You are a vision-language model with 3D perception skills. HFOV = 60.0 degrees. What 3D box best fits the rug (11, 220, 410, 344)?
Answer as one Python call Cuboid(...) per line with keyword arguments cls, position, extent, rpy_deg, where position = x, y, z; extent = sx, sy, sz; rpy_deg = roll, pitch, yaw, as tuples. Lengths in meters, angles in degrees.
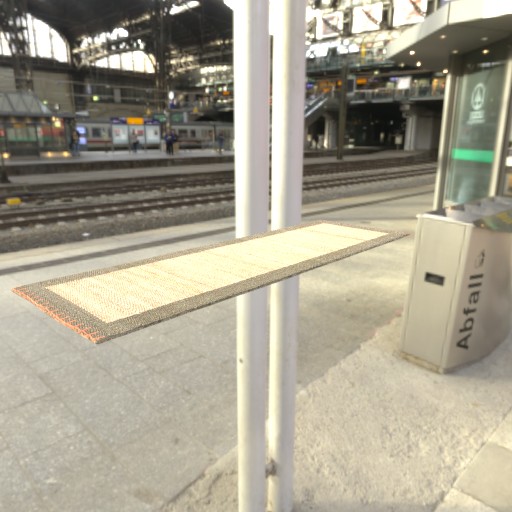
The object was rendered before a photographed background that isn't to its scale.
Cuboid(cls="rug", position=(0.000, 0.000, 2.599), extent=(0.810, 0.016, 2.413), rpy_deg=(14, 20, 42))
